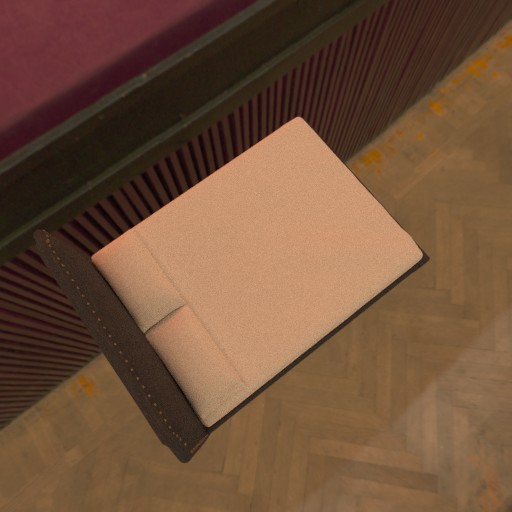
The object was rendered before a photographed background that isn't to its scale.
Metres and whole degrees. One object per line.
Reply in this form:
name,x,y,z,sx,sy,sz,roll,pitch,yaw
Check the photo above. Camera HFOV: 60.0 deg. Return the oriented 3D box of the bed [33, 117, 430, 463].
bed,0.000,0.000,3.411,2.372,1.443,1.713,-36,77,-9
